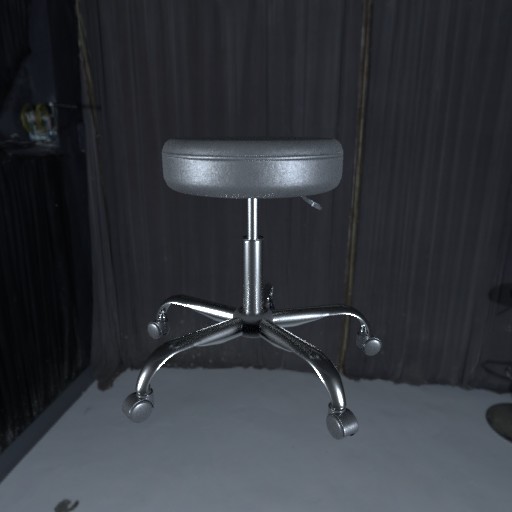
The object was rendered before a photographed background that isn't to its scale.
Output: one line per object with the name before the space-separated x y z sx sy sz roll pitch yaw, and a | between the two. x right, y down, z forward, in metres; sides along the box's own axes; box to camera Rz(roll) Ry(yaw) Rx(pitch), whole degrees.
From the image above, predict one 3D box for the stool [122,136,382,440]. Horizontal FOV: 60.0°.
stool | 0.000 0.000 1.114 0.673 0.576 0.638 2 16 8
